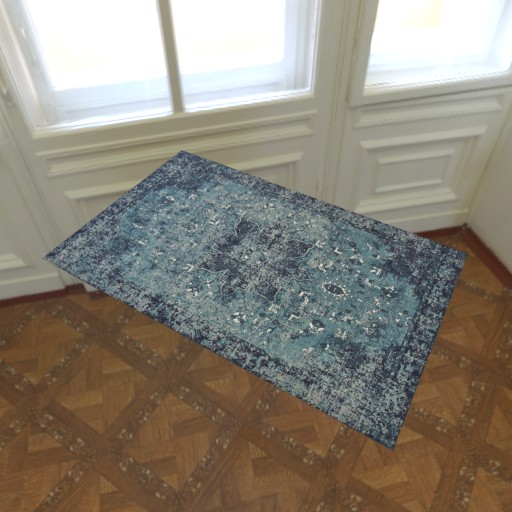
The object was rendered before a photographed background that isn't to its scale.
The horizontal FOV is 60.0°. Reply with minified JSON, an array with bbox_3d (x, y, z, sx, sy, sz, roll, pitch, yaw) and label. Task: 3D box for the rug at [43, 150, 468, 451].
[{"bbox_3d":[0.000,0.000,2.990,2.440,0.007,1.525,24,51,21],"label":"rug"}]
